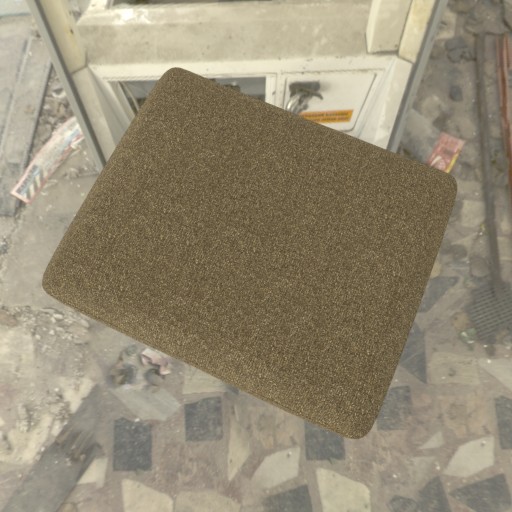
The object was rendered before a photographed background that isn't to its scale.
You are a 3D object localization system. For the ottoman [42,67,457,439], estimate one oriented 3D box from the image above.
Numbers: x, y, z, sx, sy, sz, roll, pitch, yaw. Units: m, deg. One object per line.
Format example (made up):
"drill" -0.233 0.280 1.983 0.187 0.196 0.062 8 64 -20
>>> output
"ottoman" 0.000 0.000 1.093 0.742 0.476 0.598 24 76 6
